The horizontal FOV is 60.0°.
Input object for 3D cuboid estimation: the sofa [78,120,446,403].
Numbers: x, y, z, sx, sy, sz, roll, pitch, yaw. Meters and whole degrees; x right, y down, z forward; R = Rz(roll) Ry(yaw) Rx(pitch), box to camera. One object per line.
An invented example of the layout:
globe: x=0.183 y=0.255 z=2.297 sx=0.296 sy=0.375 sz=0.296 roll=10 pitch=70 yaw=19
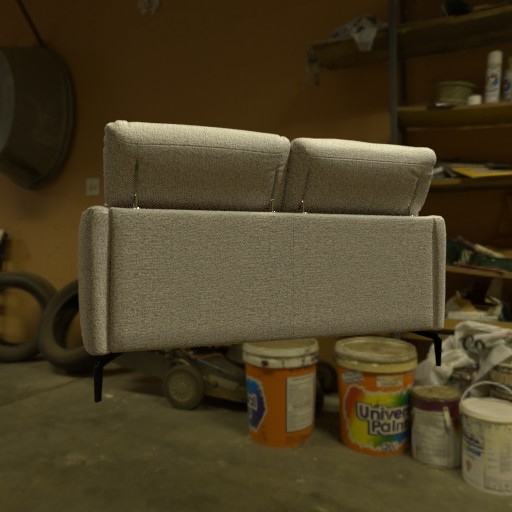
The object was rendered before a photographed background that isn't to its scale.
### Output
sofa: x=0.000 y=0.000 z=2.084 sx=1.540 sy=0.950 sz=0.905 roll=0 pitch=1 yaw=-19
